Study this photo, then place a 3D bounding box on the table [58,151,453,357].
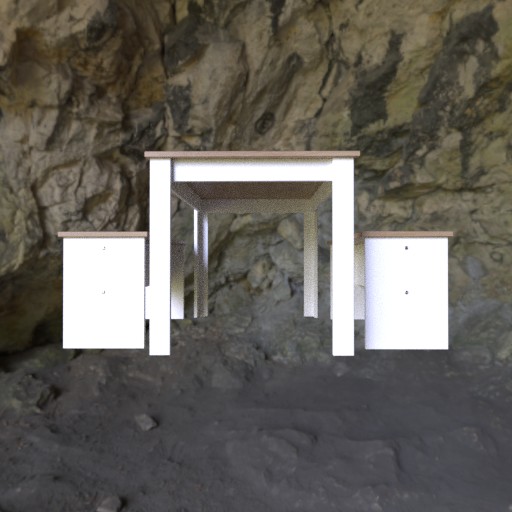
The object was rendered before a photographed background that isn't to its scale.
[{"bbox_3d":[0.000,0.000,2.047,1.443,0.700,1.100,0,-1,1],"label":"table"}]
